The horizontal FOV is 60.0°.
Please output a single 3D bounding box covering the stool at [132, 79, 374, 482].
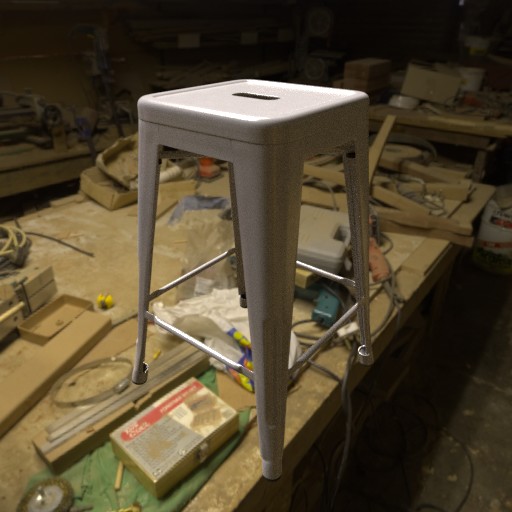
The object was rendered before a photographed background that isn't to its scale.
[{"bbox_3d":[0.000,0.000,0.878,0.406,0.610,0.406,21,35,33],"label":"stool"}]
